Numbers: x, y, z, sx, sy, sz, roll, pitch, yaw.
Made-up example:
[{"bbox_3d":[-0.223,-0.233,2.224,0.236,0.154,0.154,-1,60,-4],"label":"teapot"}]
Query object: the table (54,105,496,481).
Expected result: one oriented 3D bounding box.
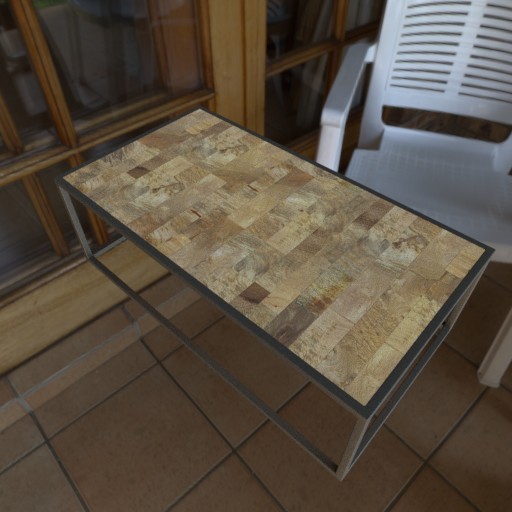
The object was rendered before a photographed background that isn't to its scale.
[{"bbox_3d":[0.000,0.000,1.477,1.199,0.398,0.649,33,55,27],"label":"table"}]
